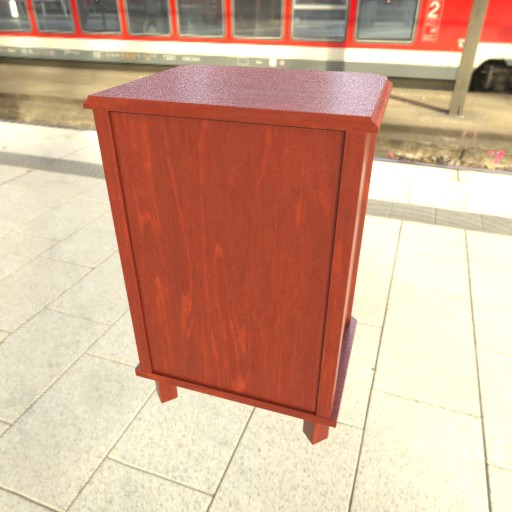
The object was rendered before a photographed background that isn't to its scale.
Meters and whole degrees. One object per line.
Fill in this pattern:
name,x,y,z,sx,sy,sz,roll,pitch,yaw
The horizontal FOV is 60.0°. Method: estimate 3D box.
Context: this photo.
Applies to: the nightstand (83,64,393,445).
nightstand,0.000,0.000,0.921,0.435,0.681,0.351,10,32,15
